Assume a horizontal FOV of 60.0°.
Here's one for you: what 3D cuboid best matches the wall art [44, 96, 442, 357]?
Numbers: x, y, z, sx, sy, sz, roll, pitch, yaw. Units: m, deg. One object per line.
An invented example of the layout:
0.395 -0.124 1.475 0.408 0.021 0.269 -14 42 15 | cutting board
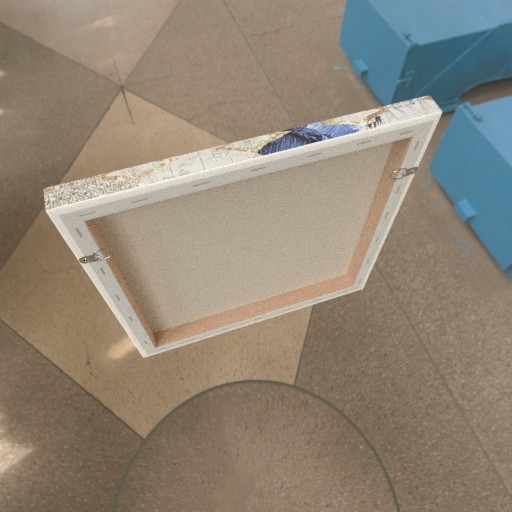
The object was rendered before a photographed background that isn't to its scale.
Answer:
0.000 0.000 0.759 0.507 0.508 0.038 -16 60 -10 | wall art
